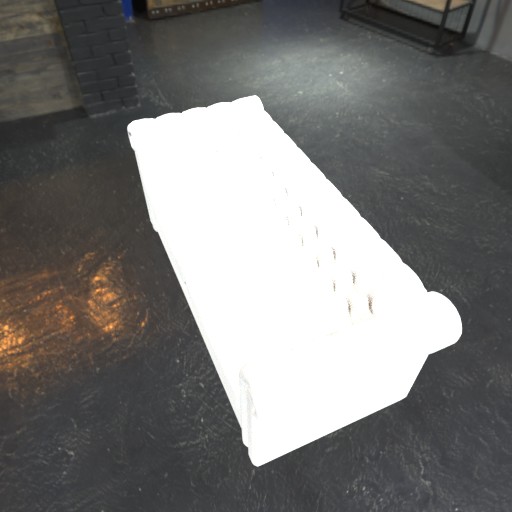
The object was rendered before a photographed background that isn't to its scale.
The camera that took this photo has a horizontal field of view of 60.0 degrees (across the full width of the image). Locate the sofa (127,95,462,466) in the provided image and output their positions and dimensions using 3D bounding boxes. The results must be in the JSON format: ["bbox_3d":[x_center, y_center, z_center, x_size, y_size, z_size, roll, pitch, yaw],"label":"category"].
[{"bbox_3d":[0.000,0.000,2.205,0.771,0.796,1.798,-18,49,-16],"label":"sofa"}]
